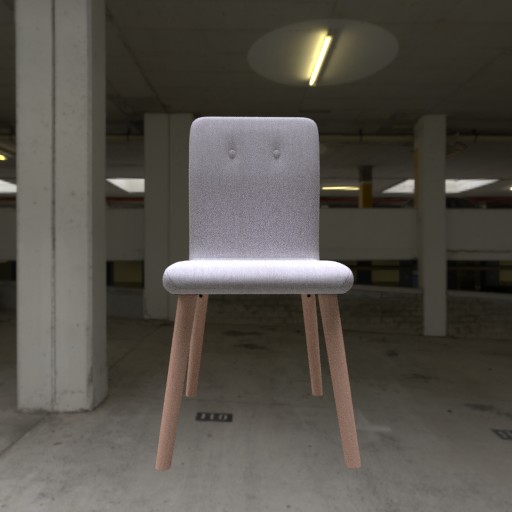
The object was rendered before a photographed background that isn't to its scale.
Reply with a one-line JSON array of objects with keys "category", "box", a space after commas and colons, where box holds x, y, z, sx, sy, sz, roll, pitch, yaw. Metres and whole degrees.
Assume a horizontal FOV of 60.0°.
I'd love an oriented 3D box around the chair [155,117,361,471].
[{"category": "chair", "box": [0.000, 0.000, 1.186, 0.435, 0.885, 0.550, 0, 0, -1]}]
